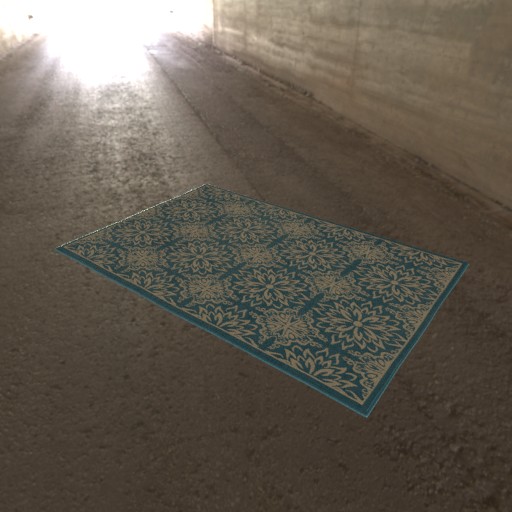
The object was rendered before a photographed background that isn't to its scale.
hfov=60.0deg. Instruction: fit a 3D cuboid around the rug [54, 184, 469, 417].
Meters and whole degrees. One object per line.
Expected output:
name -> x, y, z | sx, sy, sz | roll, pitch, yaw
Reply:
rug -> 0.000, 0.000, 2.338 | 1.833, 0.012, 1.211 | 21, 36, 32
